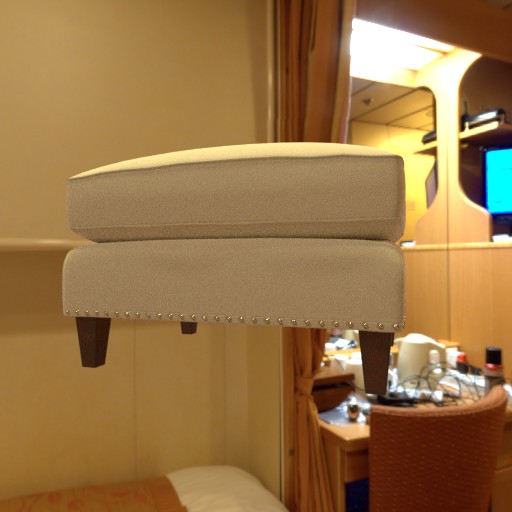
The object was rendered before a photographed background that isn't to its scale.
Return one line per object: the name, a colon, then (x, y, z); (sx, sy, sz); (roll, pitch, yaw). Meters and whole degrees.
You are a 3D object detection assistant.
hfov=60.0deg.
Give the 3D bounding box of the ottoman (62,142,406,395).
ottoman: (0.000, 0.000, 1.156); (0.741, 0.513, 0.584); (0, 0, 19)
